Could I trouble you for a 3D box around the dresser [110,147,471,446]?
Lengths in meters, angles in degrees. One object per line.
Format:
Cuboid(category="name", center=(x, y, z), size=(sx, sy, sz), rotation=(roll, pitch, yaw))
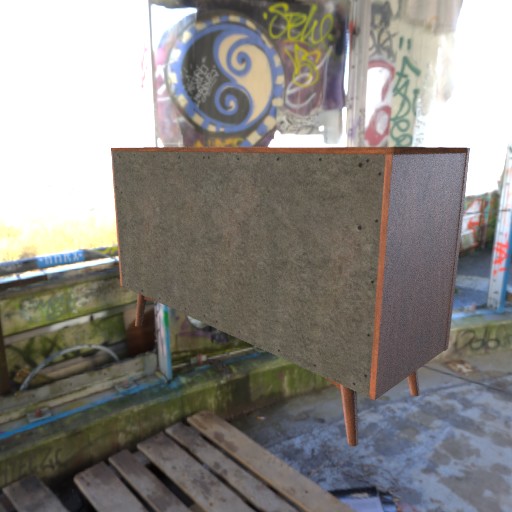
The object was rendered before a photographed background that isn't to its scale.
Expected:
Cuboid(category="dresser", center=(0.000, 0.000, 1.861), size=(0.500, 0.889, 1.472), rotation=(-13, 19, -42))
